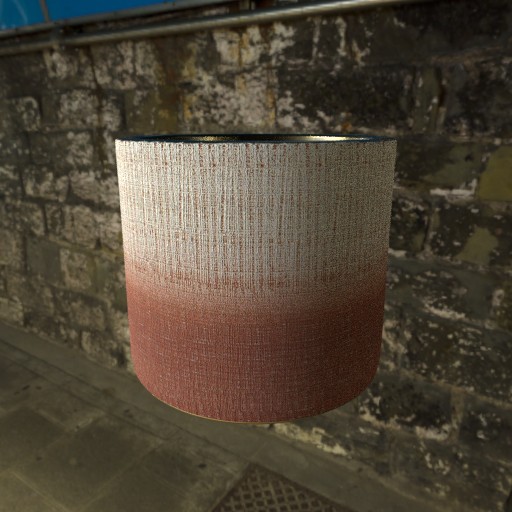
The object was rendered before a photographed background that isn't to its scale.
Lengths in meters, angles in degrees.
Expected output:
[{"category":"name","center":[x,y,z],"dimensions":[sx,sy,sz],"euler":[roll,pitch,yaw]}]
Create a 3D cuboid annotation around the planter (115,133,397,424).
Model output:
[{"category":"planter","center":[0.000,0.000,0.384],"dimensions":[0.221,0.201,0.221],"euler":[0,17,0]}]
